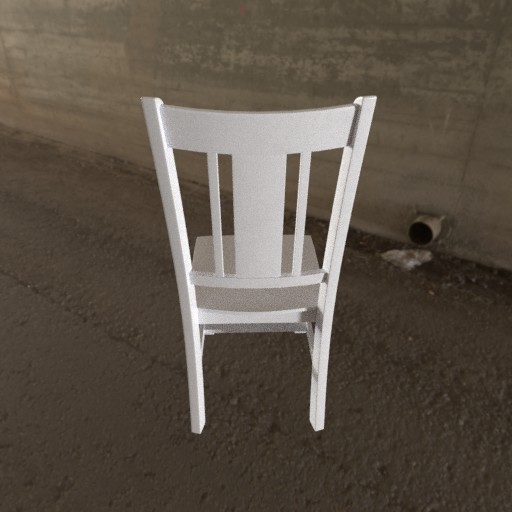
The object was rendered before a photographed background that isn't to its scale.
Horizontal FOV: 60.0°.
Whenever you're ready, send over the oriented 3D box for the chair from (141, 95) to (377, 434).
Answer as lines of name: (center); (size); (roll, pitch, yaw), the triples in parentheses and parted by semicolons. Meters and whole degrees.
chair: (0.000, 0.000, 1.313); (0.450, 0.998, 0.555); (-1, 30, -1)
